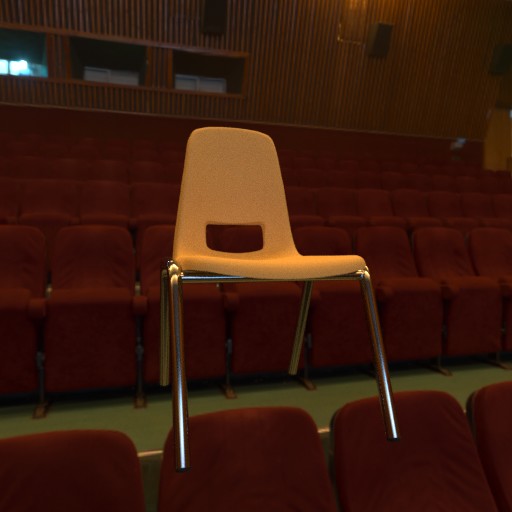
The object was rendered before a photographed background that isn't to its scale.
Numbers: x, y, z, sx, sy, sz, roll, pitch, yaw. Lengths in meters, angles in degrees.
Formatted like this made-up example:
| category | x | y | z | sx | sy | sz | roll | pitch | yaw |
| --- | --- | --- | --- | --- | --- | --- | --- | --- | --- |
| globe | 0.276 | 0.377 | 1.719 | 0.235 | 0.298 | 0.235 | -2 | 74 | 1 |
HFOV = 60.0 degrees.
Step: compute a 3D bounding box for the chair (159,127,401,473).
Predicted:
| category | x | y | z | sx | sy | sz | roll | pitch | yaw |
| --- | --- | --- | --- | --- | --- | --- | --- | --- | --- |
| chair | 0.000 | 0.000 | 0.841 | 0.354 | 0.586 | 0.423 | 0 | 1 | -17 |
